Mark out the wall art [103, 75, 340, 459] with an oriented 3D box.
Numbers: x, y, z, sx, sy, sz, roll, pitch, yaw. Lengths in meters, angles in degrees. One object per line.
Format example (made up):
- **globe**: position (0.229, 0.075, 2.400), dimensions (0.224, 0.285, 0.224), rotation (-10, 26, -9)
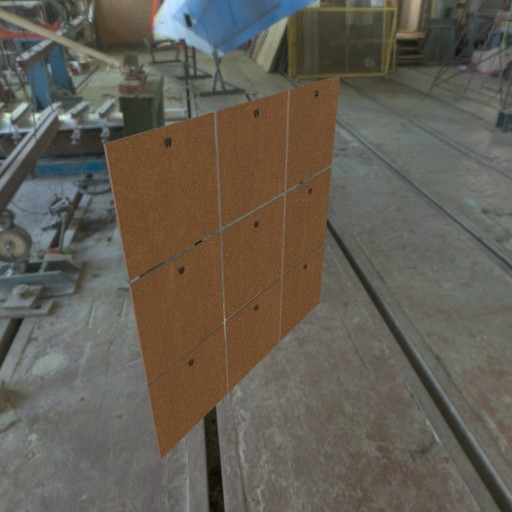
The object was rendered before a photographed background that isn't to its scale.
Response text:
- **wall art**: position (0.000, 0.000, 2.250), dimensions (0.023, 1.522, 1.526), rotation (21, 37, 30)
